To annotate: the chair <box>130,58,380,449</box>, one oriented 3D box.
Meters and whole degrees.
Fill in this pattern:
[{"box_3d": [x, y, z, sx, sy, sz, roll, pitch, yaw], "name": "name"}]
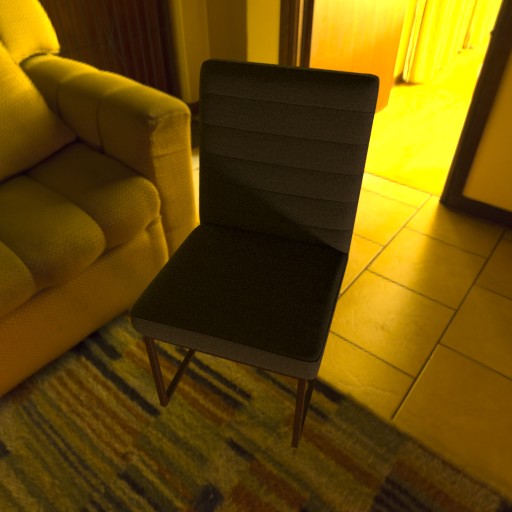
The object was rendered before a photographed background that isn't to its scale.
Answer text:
[{"box_3d": [0.000, 0.000, 1.318, 0.520, 0.930, 0.634, 12, 41, 14], "name": "chair"}]
